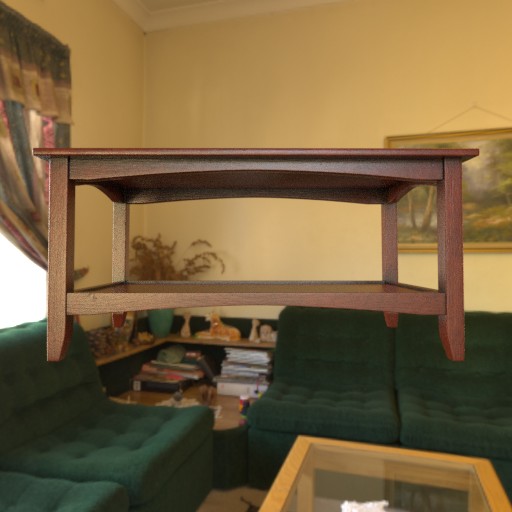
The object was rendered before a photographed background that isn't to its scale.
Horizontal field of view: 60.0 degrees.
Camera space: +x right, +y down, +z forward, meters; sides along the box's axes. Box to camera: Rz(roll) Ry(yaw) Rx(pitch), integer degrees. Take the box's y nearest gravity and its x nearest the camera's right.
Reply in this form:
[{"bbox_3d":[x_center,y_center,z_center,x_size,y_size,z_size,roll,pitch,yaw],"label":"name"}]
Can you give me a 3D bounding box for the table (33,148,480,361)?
[{"bbox_3d":[0.000,0.000,1.199,0.943,0.456,0.533,0,0,0],"label":"table"}]
